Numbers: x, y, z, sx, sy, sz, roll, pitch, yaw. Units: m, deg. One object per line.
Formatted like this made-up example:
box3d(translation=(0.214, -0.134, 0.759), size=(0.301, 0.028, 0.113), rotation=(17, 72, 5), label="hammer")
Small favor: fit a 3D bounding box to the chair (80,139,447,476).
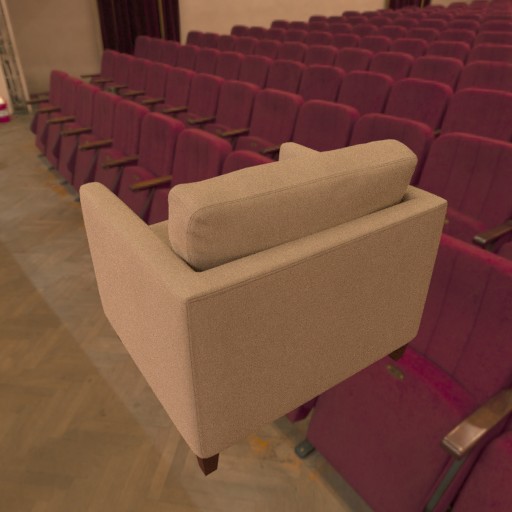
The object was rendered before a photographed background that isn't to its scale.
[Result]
box3d(translation=(0.000, 0.000, 1.807), size=(1.107, 0.961, 0.959), rotation=(-19, 35, -29), label="chair")
